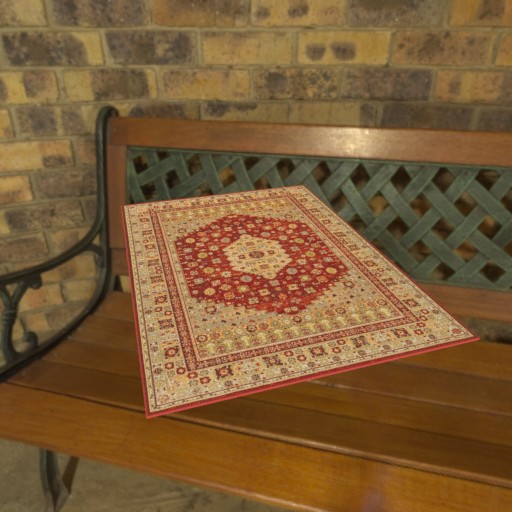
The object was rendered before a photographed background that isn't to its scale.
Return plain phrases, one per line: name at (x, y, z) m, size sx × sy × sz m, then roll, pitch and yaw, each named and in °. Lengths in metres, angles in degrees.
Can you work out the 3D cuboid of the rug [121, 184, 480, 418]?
rug at (0.000, 0.000, 2.869) m, size 1.593 × 0.013 × 2.211 m, roll -9°, pitch 31°, yaw -15°
